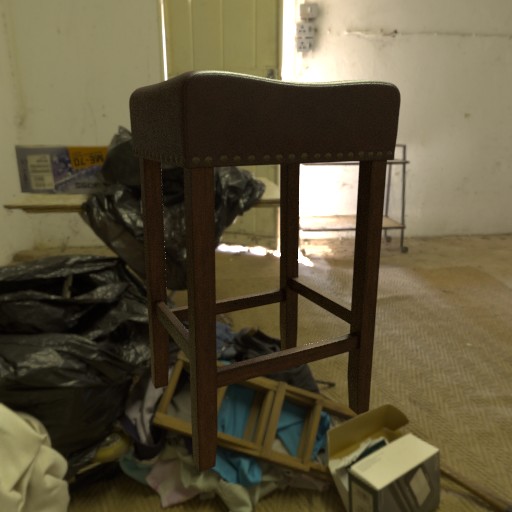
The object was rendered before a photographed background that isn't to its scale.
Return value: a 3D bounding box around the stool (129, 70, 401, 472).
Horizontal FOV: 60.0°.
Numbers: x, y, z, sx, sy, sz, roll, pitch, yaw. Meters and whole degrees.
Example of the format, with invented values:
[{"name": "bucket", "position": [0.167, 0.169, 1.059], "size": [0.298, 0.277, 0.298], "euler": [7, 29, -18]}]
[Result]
[{"name": "stool", "position": [0.000, 0.000, 1.056], "size": [0.465, 0.769, 0.401], "euler": [-8, 18, -26]}]
